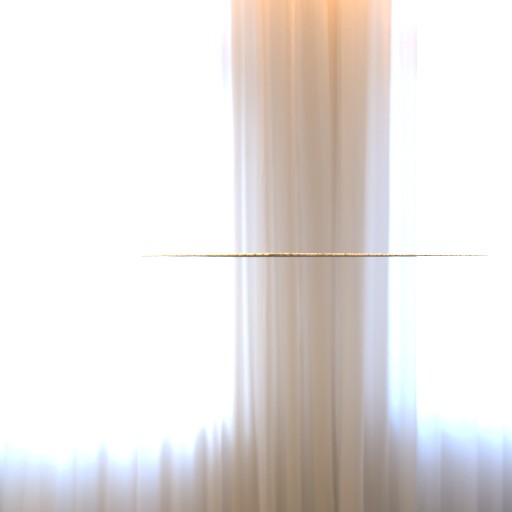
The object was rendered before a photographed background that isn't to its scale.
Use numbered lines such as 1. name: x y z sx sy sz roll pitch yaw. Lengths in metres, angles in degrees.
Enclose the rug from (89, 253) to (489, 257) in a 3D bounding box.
1. rug: 0.000 0.000 2.319 1.211 0.007 1.827 0 0 -36
